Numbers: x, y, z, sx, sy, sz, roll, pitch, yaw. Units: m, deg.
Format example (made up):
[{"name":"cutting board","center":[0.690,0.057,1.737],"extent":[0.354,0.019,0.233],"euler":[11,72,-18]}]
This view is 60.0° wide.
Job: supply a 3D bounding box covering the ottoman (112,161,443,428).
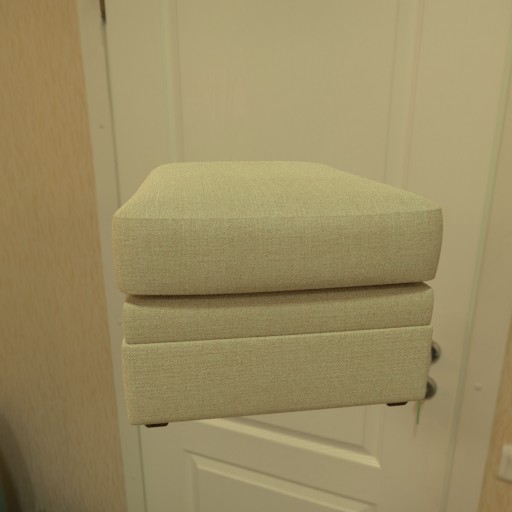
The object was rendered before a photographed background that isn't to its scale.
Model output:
[{"name":"ottoman","center":[0.000,0.000,1.236],"extent":[0.637,0.478,0.885],"euler":[-2,16,-8]}]
